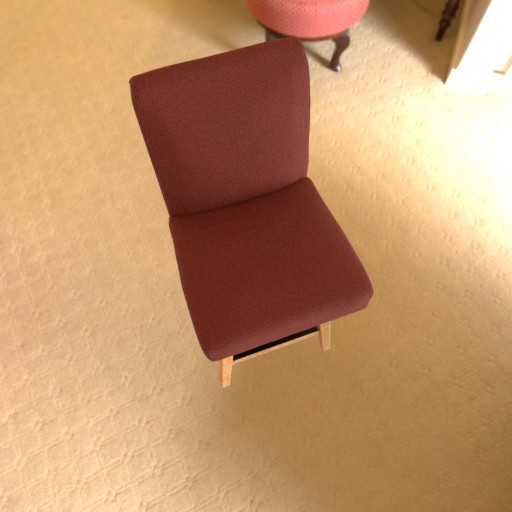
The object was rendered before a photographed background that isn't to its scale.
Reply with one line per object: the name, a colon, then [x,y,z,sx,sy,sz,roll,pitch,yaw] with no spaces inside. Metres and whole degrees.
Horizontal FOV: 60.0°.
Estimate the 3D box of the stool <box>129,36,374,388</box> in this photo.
stool: [0.000,0.000,1.334,0.468,1.038,0.562,-18,66,-8]
